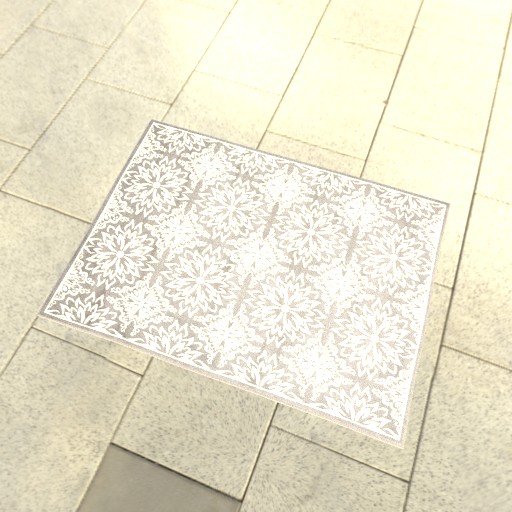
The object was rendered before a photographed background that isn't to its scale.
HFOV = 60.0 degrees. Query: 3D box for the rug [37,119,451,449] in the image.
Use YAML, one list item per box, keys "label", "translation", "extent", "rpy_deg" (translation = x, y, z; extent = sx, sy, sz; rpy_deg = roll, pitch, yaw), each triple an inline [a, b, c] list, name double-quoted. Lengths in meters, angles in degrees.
- label: "rug"
  translation: [0.000, 0.000, 2.816]
  extent: [2.213, 0.014, 1.608]
  rpy_deg: [18, 66, 8]
